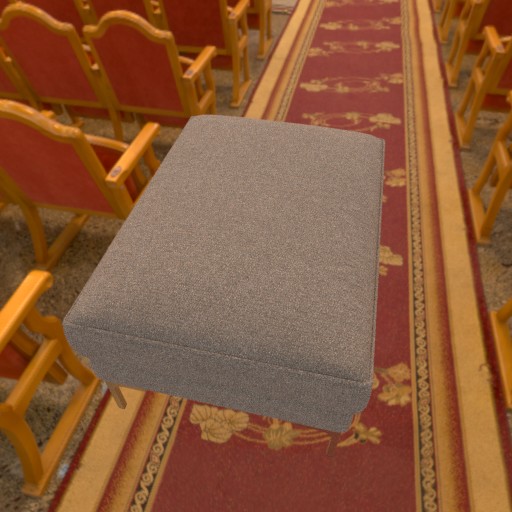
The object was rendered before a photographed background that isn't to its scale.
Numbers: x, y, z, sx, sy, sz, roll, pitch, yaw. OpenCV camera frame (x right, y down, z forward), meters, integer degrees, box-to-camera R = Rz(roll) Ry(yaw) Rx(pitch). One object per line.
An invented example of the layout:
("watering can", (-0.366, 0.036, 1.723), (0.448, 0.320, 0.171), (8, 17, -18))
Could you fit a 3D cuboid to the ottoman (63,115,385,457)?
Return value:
("ottoman", (0.000, 0.000, 1.150), (0.583, 0.464, 0.785), (9, 48, 9))
